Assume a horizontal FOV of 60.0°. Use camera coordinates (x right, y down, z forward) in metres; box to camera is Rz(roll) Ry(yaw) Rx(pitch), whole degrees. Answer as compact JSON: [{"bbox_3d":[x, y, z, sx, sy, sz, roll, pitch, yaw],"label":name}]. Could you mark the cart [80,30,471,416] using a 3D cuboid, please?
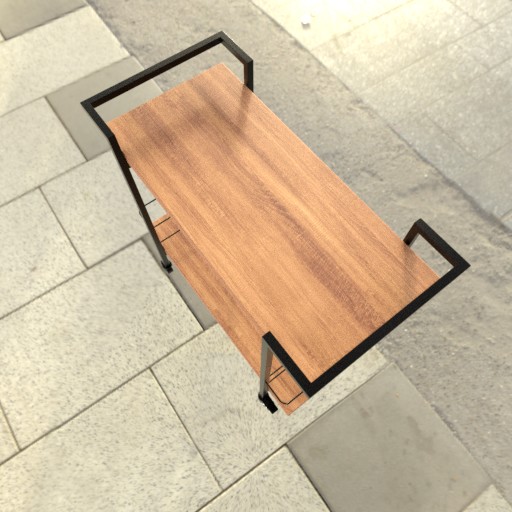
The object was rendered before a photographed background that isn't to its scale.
[{"bbox_3d":[0.000,0.000,1.260,0.406,0.762,0.806,-34,69,-15],"label":"cart"}]
